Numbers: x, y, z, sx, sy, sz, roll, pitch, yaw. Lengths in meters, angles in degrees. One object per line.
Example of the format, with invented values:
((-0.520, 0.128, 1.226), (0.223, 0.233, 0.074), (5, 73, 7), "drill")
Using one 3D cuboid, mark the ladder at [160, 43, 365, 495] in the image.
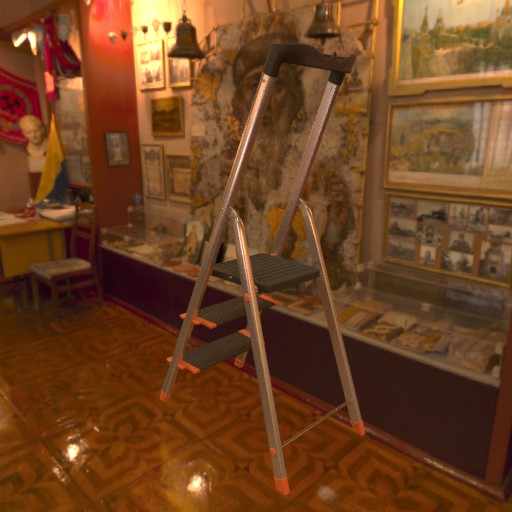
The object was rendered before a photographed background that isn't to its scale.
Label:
((0.000, 0.000, 1.499), (0.416, 1.229, 0.686), (-14, 20, -41), "ladder")
